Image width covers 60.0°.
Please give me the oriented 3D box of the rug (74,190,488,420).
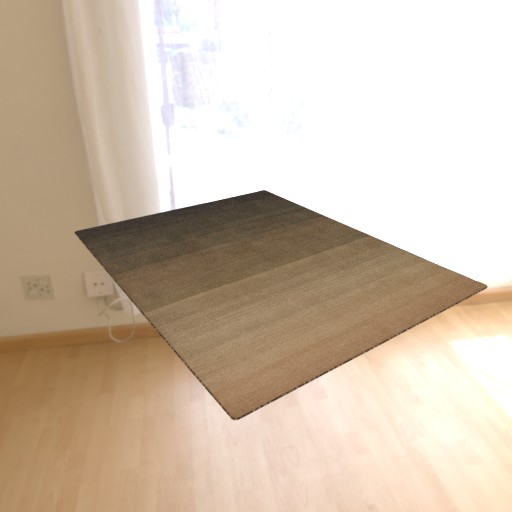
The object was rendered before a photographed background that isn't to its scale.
[{"bbox_3d":[0.000,0.000,3.842,2.306,0.017,2.902,-17,31,-31],"label":"rug"}]
